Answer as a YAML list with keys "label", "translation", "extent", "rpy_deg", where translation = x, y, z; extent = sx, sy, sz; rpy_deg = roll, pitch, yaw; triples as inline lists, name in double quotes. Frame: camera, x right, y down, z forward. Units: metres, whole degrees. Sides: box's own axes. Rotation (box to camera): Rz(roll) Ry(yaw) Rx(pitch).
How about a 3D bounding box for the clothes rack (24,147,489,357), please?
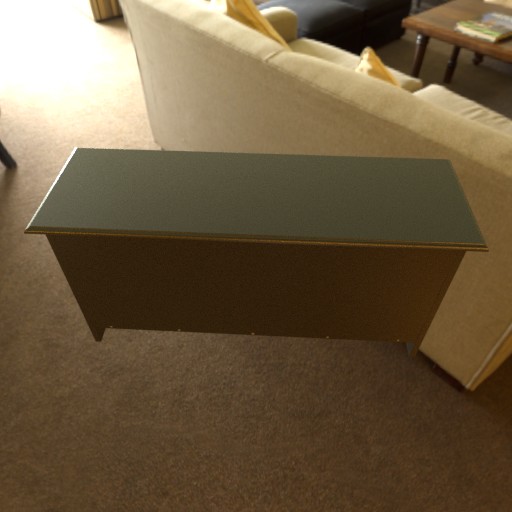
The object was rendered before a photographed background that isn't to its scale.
- label: "clothes rack"
  translation: [0.000, 0.000, 1.492]
  extent: [1.219, 0.556, 0.406]
  rpy_deg: [2, 46, 2]
